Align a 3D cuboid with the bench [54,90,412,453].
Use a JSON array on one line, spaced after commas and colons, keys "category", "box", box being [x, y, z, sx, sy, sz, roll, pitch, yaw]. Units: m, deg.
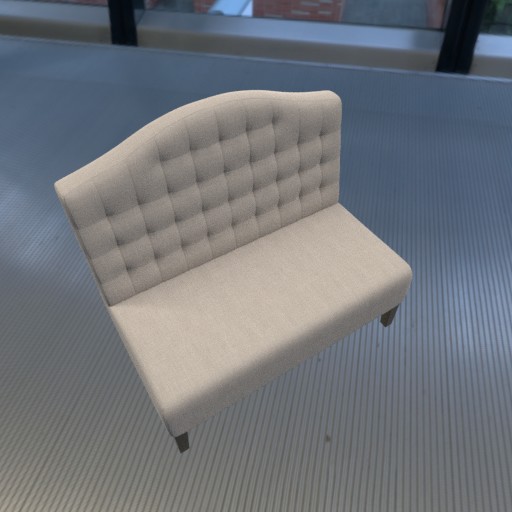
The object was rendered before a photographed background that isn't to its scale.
[{"category": "bench", "box": [0.000, 0.000, 2.014, 1.335, 1.180, 0.815, -25, 53, -21]}]
